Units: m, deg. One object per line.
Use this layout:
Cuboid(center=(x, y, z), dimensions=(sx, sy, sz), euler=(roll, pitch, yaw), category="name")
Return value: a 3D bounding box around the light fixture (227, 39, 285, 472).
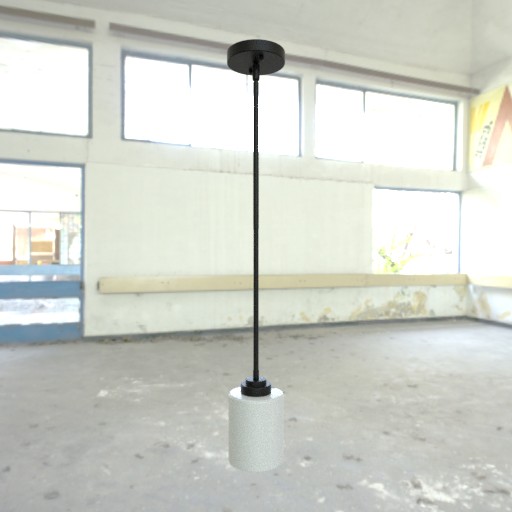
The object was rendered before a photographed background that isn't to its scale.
Cuboid(center=(0.000, 0.000, 0.943), dimensions=(0.123, 0.863, 0.123), euler=(0, 0, -18), category="light fixture")
